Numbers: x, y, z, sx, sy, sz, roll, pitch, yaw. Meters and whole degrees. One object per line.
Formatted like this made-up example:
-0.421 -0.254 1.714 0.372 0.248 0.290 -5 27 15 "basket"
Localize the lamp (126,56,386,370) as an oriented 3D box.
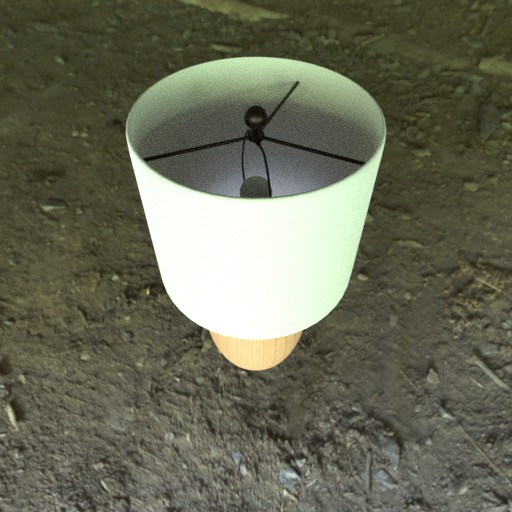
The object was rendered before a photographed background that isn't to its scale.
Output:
0.000 0.000 0.772 0.329 0.570 0.329 0 49 0 "lamp"
